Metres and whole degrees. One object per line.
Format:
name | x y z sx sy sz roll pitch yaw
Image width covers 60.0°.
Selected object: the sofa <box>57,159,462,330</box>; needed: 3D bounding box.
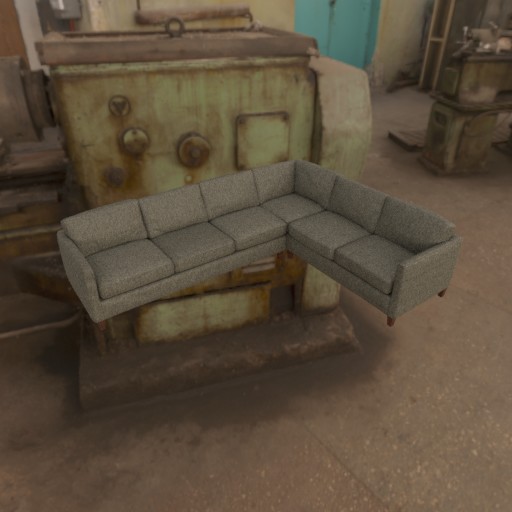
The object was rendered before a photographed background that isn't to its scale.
sofa | 0.000 0.000 4.600 3.302 0.947 2.593 -21 37 -30
